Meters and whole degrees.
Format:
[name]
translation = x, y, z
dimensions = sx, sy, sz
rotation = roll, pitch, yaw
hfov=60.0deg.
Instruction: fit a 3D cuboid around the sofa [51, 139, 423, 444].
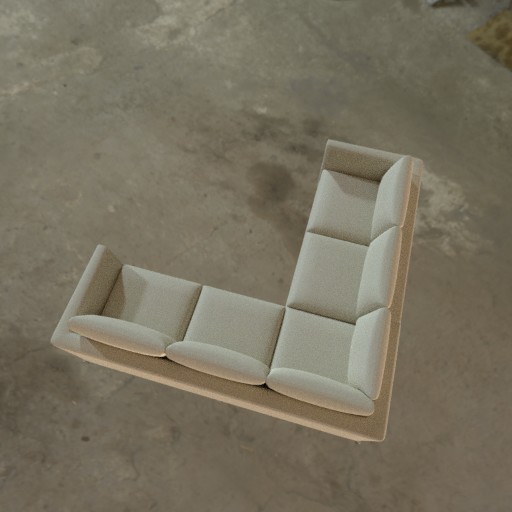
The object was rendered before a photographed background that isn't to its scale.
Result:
[sofa]
translation = 0.000, 0.000, 3.799
dimensions = 2.448, 0.867, 2.430
rotation = 14, 64, 7
